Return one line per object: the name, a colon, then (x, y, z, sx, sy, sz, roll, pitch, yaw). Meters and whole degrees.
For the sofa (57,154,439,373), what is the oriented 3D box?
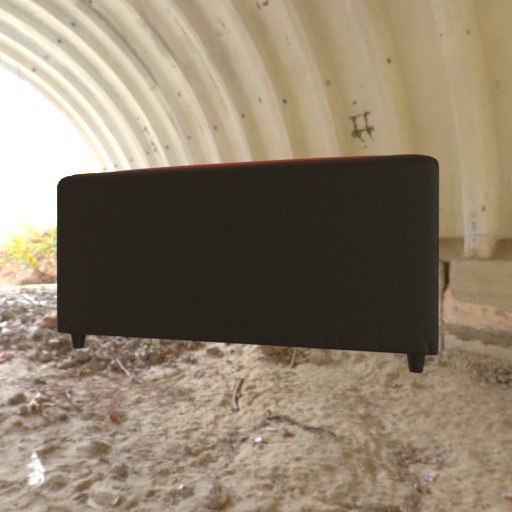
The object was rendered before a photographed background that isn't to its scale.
sofa: (0.000, 0.000, 1.947, 1.410, 0.735, 0.845, 0, 0, 16)
